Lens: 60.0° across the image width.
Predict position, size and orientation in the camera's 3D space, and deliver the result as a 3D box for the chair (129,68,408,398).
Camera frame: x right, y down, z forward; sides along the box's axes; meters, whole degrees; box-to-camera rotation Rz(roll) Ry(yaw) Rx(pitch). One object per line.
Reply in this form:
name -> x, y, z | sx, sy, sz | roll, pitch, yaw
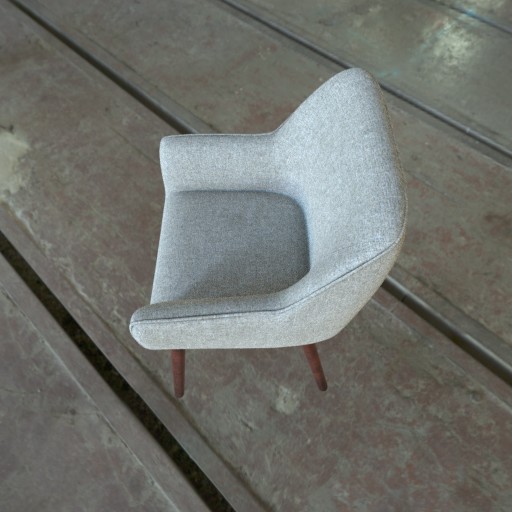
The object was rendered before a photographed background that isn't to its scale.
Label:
chair -> 0.000, 0.000, 1.135 | 0.519, 0.803, 0.543 | 0, 57, 0
